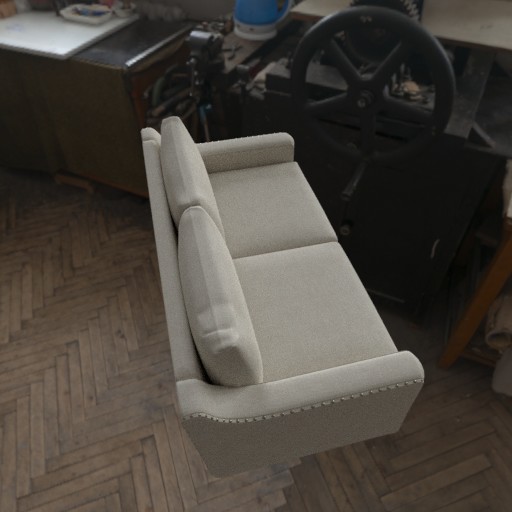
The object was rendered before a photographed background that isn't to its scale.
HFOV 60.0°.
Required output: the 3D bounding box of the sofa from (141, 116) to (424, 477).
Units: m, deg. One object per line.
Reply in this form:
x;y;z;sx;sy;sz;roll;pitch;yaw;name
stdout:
0.000;0.000;2.662;1.104;0.983;2.107;-10;47;-10;sofa
